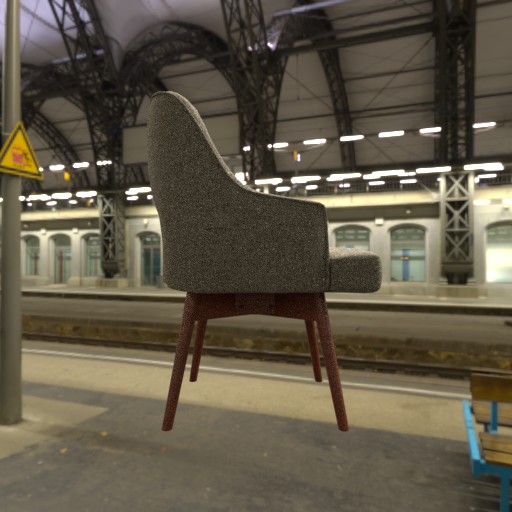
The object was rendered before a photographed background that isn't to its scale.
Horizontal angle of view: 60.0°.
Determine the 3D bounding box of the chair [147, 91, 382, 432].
[{"bbox_3d":[0.000,0.000,1.338,0.629,0.875,0.608,0,-1,0],"label":"chair"}]
